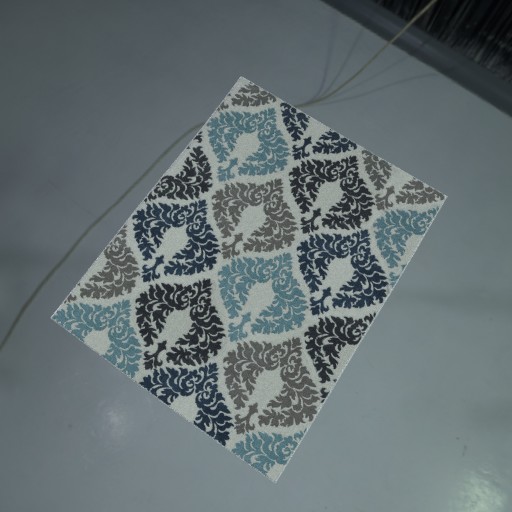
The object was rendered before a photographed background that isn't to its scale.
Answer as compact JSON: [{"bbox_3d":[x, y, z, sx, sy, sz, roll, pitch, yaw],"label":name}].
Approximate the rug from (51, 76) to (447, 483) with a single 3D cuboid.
[{"bbox_3d":[0.000,0.000,4.120,2.423,0.014,3.040,33,78,8],"label":"rug"}]
